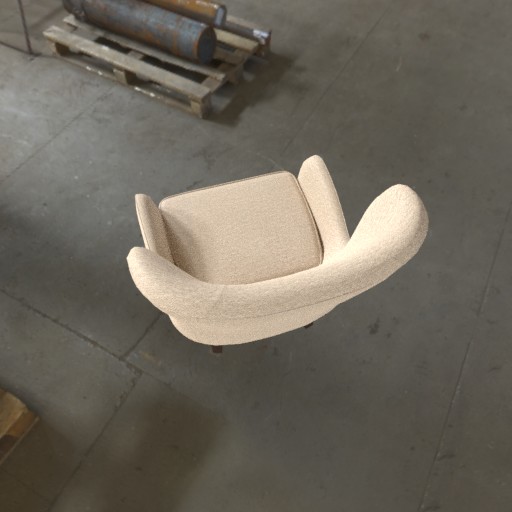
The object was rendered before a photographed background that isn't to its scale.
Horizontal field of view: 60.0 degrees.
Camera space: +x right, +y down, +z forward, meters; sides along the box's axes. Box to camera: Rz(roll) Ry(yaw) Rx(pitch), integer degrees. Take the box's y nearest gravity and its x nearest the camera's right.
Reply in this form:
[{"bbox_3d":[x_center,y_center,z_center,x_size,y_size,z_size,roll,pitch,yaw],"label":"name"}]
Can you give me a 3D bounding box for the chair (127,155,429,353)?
[{"bbox_3d":[0.000,0.000,1.780,0.861,1.064,0.984,-14,58,-9],"label":"chair"}]
